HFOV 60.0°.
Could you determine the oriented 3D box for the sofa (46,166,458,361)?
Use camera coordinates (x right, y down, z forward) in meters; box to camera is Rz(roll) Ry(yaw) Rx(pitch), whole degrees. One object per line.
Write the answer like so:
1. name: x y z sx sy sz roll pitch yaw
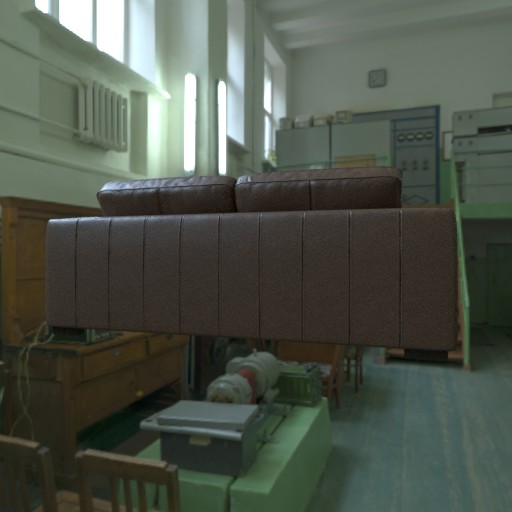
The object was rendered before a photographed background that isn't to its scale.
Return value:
1. sofa: 0.000 0.000 2.439 1.920 0.800 1.070 0 0 18
